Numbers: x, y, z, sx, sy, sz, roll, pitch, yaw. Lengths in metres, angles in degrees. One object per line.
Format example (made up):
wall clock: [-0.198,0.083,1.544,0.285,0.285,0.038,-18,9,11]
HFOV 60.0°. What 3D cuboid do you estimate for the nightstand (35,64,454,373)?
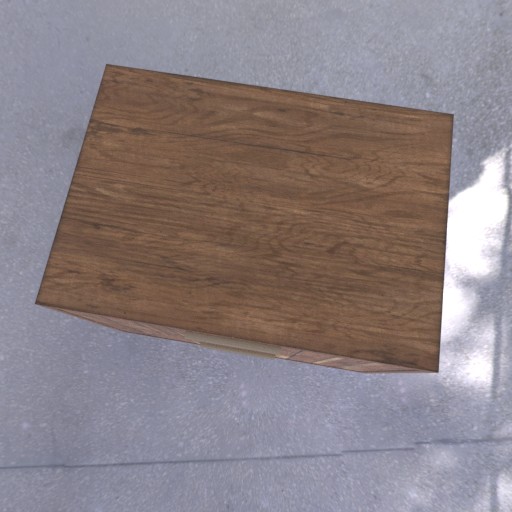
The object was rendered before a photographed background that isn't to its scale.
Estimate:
nightstand: [0.000,0.000,1.005,0.610,0.610,0.446,9,75,2]
